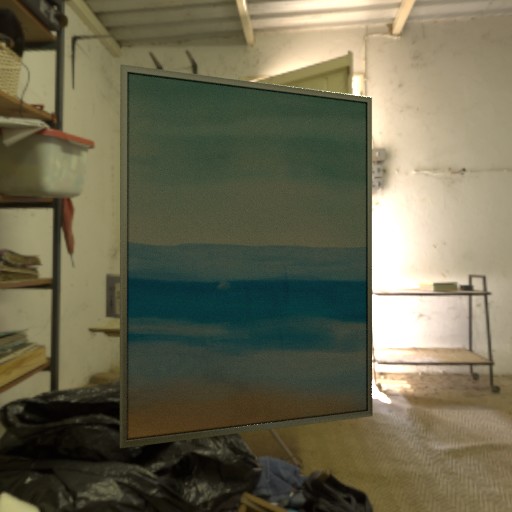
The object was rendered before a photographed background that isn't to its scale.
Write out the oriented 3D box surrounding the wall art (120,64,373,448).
[{"bbox_3d":[0.000,0.000,1.370,0.803,1.062,0.041,0,0,-18],"label":"wall art"}]
